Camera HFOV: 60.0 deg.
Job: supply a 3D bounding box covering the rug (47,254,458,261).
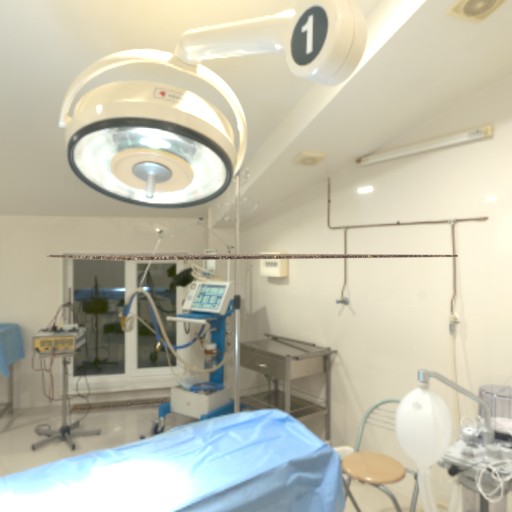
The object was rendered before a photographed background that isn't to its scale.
[{"bbox_3d":[0.000,0.000,2.319,1.814,0.012,1.186,0,1,-35],"label":"rug"}]
